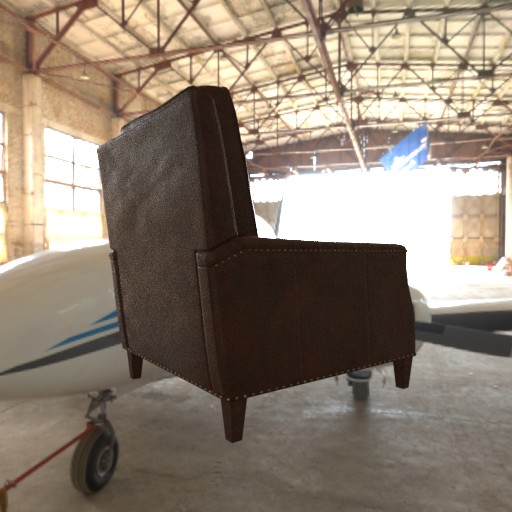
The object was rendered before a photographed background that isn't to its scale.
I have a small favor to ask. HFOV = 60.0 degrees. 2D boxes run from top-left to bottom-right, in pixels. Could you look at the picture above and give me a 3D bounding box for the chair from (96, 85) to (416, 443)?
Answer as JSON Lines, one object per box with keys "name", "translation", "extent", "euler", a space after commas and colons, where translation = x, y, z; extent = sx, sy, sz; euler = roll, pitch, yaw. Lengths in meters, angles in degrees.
{"name": "chair", "translation": [0.000, 0.000, 1.810], "extent": [1.035, 1.054, 0.854], "euler": [-1, 2, -37]}
